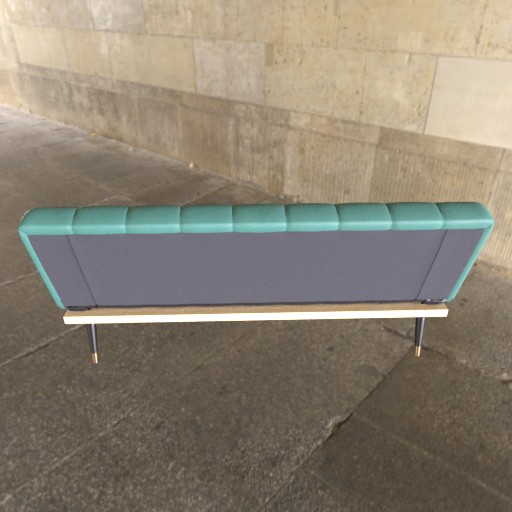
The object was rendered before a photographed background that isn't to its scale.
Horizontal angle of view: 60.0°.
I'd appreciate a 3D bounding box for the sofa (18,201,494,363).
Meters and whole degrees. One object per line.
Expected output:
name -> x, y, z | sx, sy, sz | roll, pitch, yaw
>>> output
sofa -> 0.000, 0.000, 2.200 | 1.810, 0.820, 0.830 | -1, 30, -2
